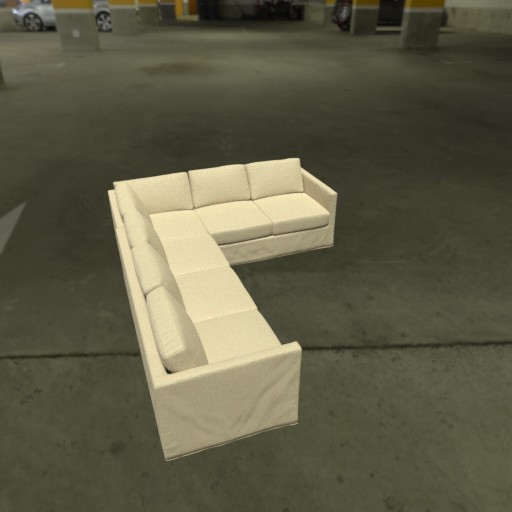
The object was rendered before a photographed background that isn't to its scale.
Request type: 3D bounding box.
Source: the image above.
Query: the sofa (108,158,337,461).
[{"bbox_3d":[0.000,0.000,4.251,2.432,0.871,3.182,-11,32,-18],"label":"sofa"}]
